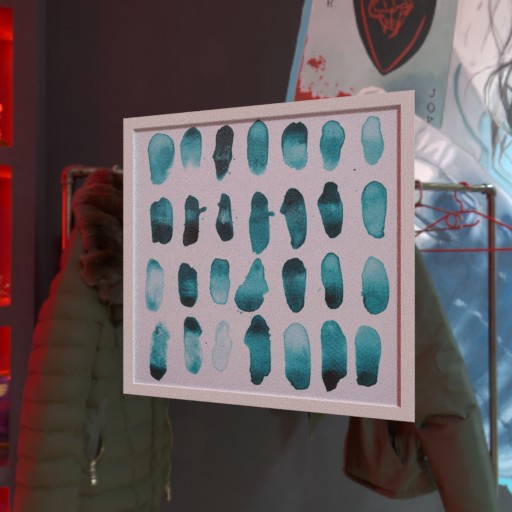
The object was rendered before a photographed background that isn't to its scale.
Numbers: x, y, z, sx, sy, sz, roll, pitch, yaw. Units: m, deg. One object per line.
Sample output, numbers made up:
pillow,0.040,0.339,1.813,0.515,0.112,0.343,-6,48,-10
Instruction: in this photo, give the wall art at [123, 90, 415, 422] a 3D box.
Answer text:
wall art,0.000,0.000,0.677,0.456,0.457,0.009,0,0,16
